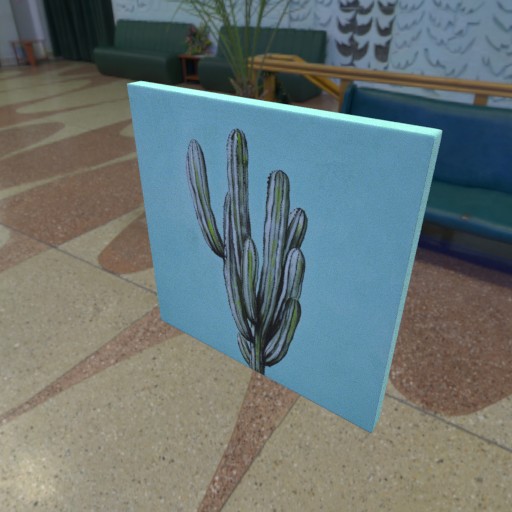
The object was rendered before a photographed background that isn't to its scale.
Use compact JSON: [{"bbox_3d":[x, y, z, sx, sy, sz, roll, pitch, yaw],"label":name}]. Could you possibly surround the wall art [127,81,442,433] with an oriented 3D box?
[{"bbox_3d":[0.000,0.000,1.139,0.765,0.766,0.054,21,37,30],"label":"wall art"}]
